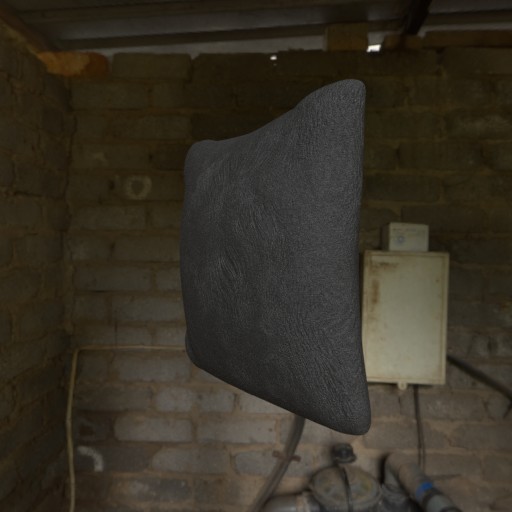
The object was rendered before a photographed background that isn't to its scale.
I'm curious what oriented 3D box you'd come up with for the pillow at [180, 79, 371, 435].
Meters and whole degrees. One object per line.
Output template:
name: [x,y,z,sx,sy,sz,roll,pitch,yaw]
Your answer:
pillow: [0.000,0.000,0.832,0.210,0.523,0.533,0,1,-35]
